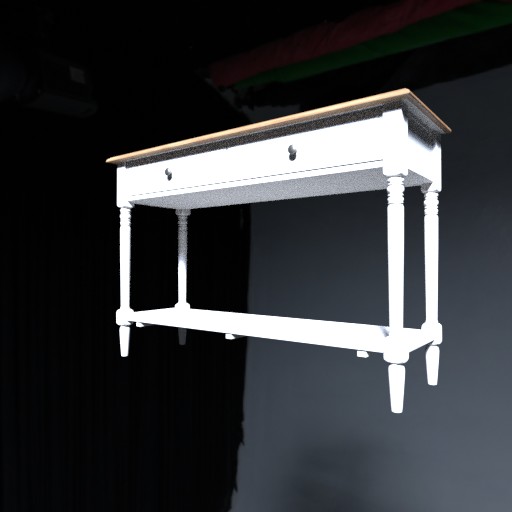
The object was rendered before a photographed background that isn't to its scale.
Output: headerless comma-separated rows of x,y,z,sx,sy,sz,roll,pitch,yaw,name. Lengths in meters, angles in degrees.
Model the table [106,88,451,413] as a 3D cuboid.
0.000,0.000,1.580,1.219,0.800,0.399,-1,-1,37,table
